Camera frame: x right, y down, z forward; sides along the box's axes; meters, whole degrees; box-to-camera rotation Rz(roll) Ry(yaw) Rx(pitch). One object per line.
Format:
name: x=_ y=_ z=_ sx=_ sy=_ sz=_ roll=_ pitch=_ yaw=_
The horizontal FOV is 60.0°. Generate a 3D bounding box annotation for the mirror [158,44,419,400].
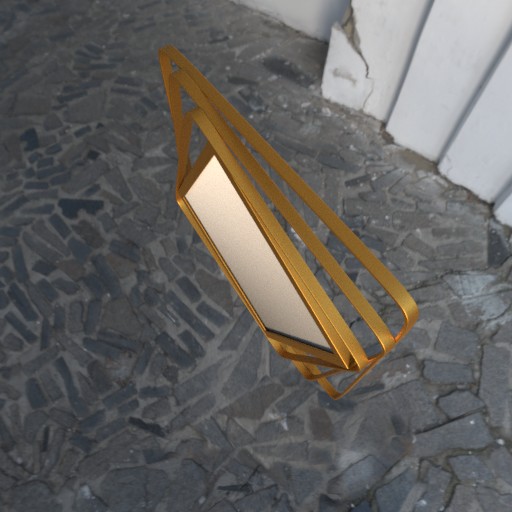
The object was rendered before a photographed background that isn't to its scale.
mirror: x=0.000 y=0.000 z=0.683 sx=0.045 sy=0.468 sz=0.470 roll=-33 pitch=68 yaw=-16
